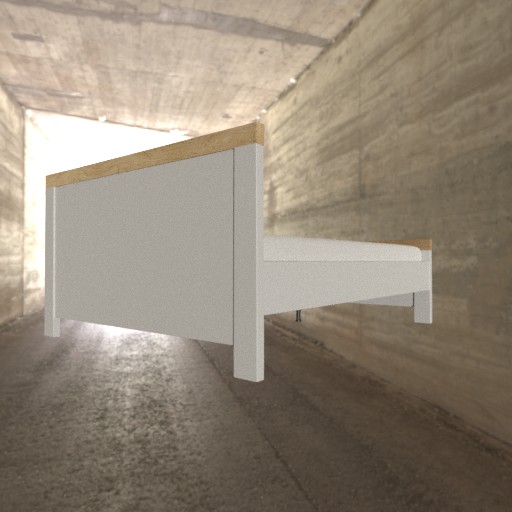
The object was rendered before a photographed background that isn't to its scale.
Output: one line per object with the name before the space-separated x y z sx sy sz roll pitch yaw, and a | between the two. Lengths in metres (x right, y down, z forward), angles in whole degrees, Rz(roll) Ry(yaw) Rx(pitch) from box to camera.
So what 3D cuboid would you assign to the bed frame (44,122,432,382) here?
bed frame | 0.000 0.000 2.983 1.670 0.980 2.050 -1 -1 39
